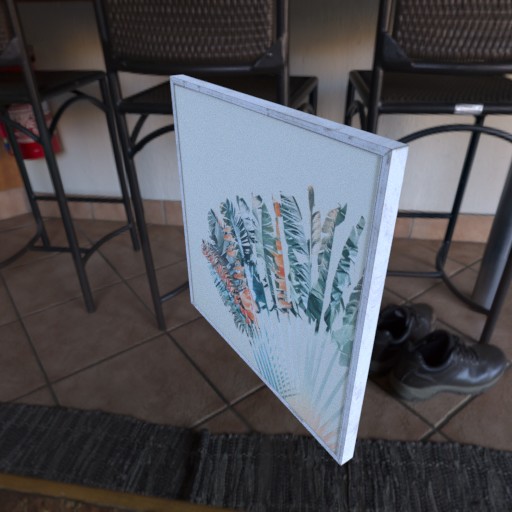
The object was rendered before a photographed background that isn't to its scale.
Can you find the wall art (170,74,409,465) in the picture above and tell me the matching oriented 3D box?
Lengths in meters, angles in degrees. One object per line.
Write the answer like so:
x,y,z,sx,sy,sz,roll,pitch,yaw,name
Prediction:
0.000,0.000,1.121,0.038,0.757,0.760,-20,36,-29,wall art
